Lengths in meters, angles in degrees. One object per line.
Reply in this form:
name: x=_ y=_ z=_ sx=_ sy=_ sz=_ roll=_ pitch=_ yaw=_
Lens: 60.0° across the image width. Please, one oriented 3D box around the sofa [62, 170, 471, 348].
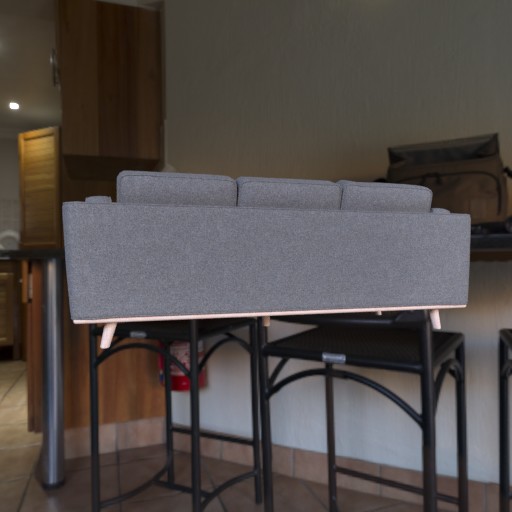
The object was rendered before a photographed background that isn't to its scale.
sofa: x=0.000 y=0.000 z=3.195 sx=2.411 sy=0.929 sz=1.604 roll=0 pitch=0 yaw=-17
